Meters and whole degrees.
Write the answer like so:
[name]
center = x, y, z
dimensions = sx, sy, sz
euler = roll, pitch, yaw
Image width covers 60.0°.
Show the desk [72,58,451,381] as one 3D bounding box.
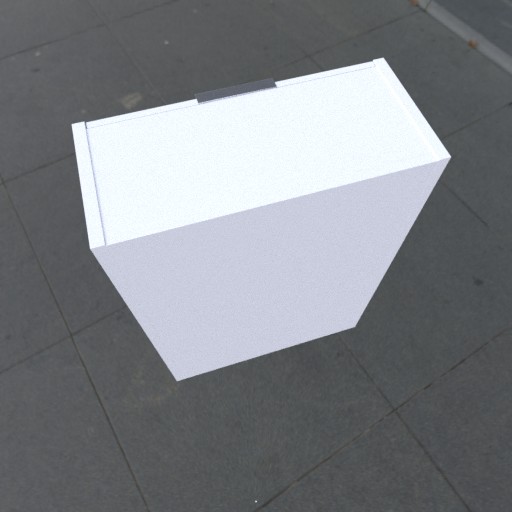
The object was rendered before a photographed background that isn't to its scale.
[desk]
center = 0.000, 0.000, 1.602
dimensions = 0.850, 1.190, 0.390
euler = -15, 62, -8
